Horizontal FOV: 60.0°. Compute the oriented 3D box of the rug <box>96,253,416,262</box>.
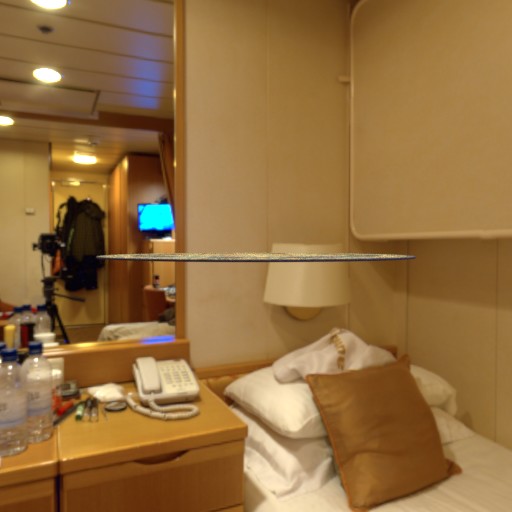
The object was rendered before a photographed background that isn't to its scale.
[{"bbox_3d":[0.000,0.000,3.513,2.386,0.014,2.386,0,1,0],"label":"rug"}]
